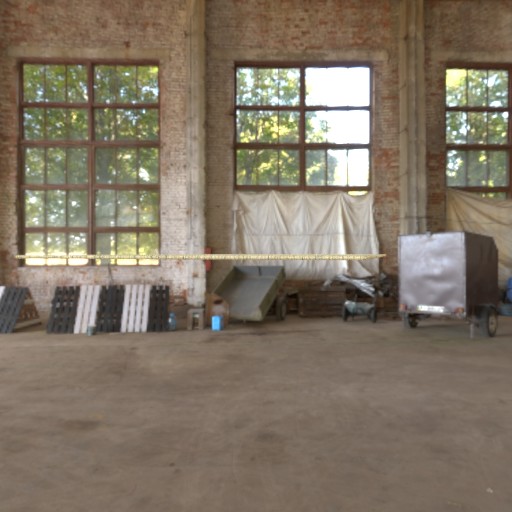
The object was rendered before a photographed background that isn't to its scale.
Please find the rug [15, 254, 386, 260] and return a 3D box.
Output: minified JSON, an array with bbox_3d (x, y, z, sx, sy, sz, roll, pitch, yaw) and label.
[{"bbox_3d":[0.000,0.000,2.281,1.243,0.014,1.846,0,0,18],"label":"rug"}]
